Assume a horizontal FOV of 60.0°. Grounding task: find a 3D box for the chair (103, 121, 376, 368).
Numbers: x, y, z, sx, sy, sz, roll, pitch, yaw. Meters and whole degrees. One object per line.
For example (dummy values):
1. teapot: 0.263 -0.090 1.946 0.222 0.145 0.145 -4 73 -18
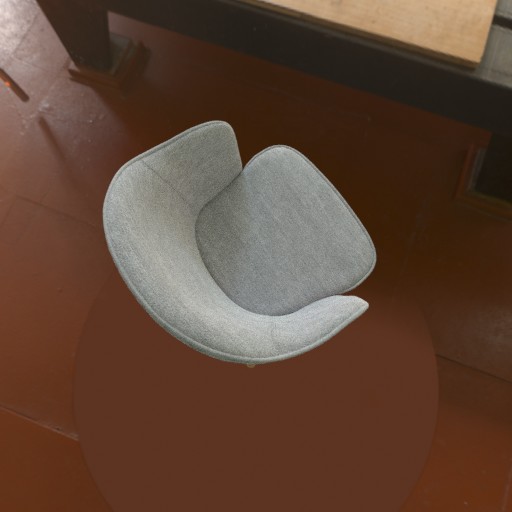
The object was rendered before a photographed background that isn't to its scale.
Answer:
1. chair: 0.000 0.000 1.152 0.530 0.800 0.540 -34 78 -8
